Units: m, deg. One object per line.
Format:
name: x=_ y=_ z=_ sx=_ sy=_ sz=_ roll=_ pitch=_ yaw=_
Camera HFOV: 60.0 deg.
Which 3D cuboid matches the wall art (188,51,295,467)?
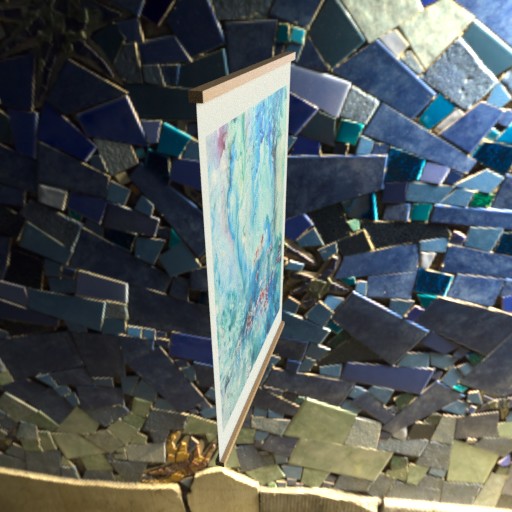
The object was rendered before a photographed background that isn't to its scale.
wall art: x=0.000 y=0.000 z=1.286 sx=0.027 sy=1.020 sz=0.669 roll=9 pitch=31 yaw=15
